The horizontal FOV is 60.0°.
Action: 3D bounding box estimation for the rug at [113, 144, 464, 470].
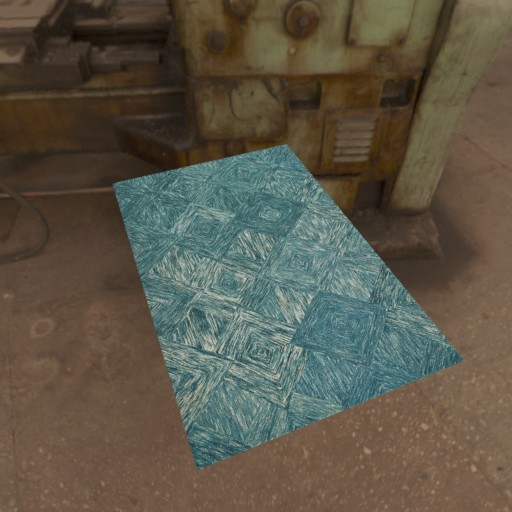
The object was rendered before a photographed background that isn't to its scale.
[{"bbox_3d":[0.000,0.000,2.916,1.490,0.015,2.277,-16,48,-15],"label":"rug"}]
